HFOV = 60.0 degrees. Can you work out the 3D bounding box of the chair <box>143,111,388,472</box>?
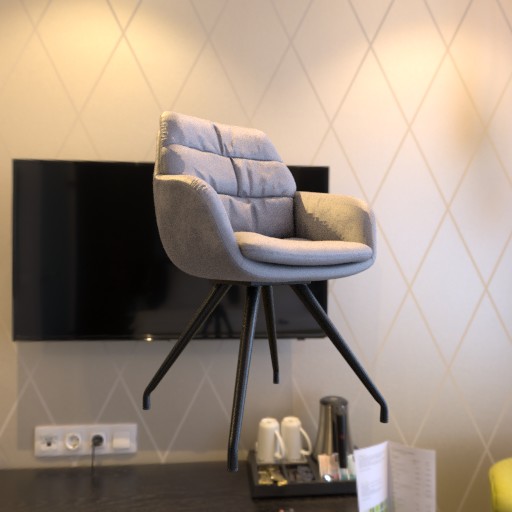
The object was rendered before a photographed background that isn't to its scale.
[{"bbox_3d":[0.000,0.000,1.260,0.579,0.888,0.569,1,-1,-35],"label":"chair"}]
